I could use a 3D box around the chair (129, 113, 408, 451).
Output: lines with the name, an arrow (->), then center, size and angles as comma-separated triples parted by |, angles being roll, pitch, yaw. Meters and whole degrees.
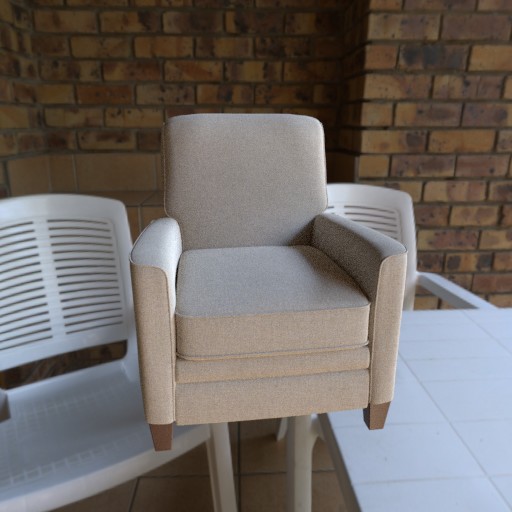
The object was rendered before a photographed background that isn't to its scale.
chair -> 0.000, 0.000, 1.649 | 0.845, 1.023, 0.859 | -2, 17, -8
